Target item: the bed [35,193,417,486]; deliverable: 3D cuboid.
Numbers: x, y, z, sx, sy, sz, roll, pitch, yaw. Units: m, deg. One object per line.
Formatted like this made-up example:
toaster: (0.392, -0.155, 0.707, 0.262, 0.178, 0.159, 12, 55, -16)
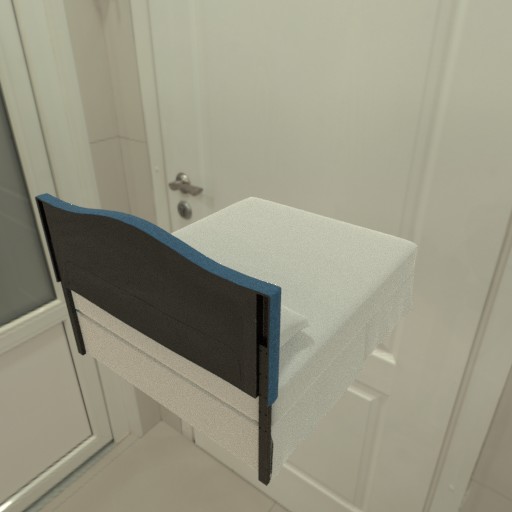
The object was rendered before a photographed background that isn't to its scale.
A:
bed: (0.000, 0.000, 2.862, 1.610, 1.169, 1.872, 20, 35, 32)
